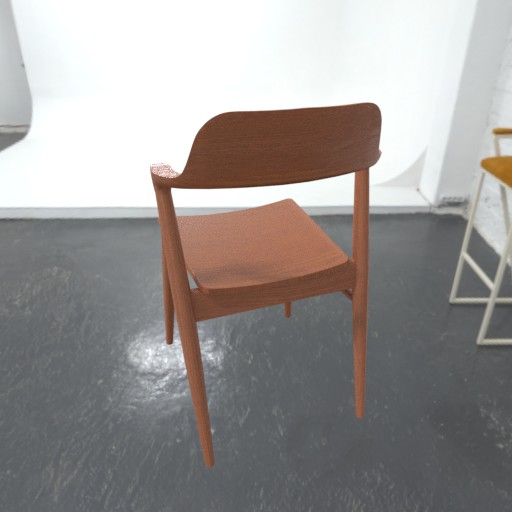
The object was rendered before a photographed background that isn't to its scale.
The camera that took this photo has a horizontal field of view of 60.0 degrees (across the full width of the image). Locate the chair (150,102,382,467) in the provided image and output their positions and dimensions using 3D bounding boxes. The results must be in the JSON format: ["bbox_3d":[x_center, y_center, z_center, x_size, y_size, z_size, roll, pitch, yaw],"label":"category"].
[{"bbox_3d":[0.000,0.000,1.124,0.496,0.801,0.499,-10,30,-18],"label":"chair"}]
